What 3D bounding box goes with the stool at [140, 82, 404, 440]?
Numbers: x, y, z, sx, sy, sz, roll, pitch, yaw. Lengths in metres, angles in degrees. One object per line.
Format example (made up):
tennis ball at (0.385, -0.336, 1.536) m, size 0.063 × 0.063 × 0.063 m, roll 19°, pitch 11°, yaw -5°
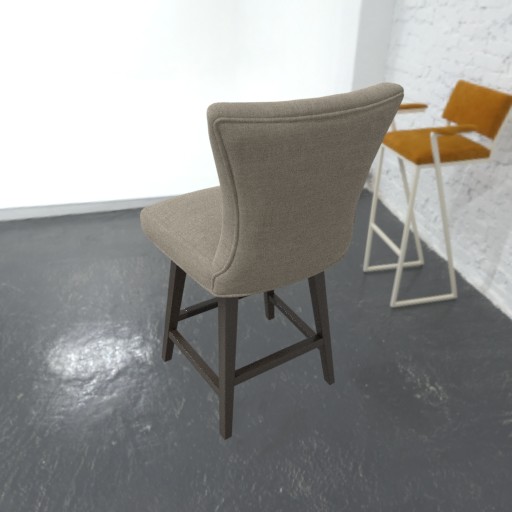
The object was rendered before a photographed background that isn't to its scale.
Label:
stool at (0.000, 0.000, 1.330) m, size 0.514 × 1.000 × 0.574 m, roll -18°, pitch 34°, yaw -28°
